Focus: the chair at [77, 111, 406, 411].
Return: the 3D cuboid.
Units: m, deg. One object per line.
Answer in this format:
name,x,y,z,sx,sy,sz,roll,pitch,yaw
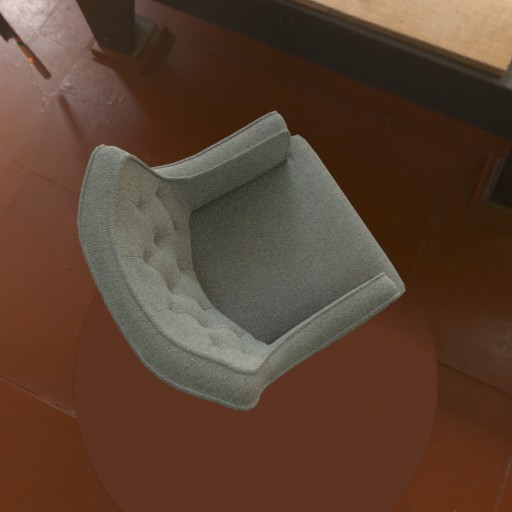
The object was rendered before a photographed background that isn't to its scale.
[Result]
chair,0.000,0.000,1.593,0.910,0.920,0.820,-30,78,-7
